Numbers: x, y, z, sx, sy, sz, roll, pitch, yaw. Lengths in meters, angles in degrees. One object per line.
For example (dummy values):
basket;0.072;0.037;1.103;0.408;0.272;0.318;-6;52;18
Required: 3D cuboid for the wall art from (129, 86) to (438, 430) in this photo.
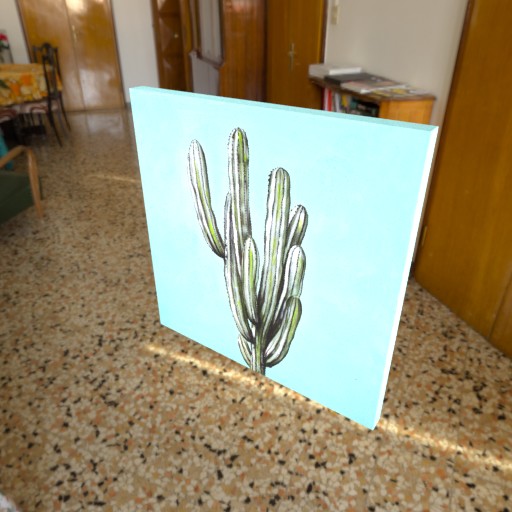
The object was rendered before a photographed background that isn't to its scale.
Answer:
wall art;0.000;0.000;0.912;0.603;0.603;0.036;19;35;30
